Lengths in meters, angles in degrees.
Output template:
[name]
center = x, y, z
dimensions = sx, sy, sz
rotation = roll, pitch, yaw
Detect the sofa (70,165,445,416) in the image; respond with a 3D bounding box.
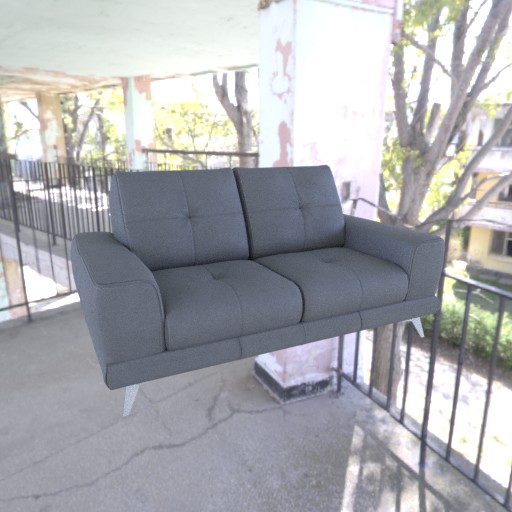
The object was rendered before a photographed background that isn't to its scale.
[sofa]
center = 0.000, 0.000, 2.391
dimensions = 1.806, 0.907, 1.018
rotation = -7, 17, -26
